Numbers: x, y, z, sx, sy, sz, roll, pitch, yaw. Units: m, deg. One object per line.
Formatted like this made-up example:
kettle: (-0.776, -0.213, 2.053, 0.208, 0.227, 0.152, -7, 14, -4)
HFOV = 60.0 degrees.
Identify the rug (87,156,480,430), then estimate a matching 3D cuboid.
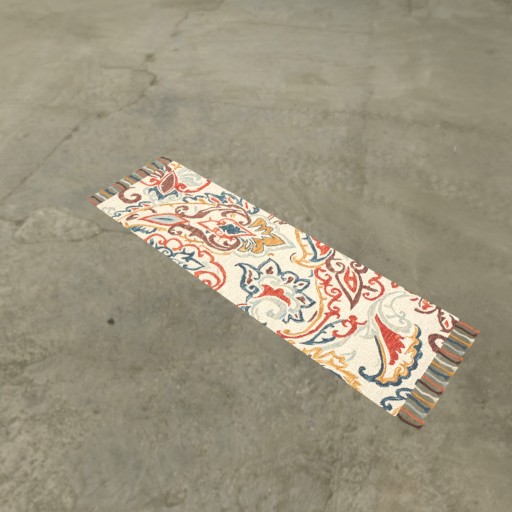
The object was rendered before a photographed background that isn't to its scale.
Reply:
rug: (0.000, 0.000, 2.906, 2.682, 0.015, 0.763, 32, 54, 27)
